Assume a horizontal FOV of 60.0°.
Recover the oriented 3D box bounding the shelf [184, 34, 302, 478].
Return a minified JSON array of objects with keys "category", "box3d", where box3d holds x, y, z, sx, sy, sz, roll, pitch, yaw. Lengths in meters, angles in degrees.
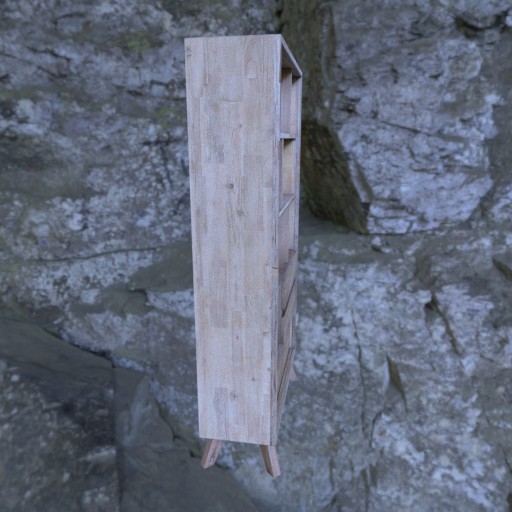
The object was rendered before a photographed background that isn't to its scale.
[{"category":"shelf","box3d":[0.000,0.000,1.786,0.308,1.471,0.748,3,15,10]}]
